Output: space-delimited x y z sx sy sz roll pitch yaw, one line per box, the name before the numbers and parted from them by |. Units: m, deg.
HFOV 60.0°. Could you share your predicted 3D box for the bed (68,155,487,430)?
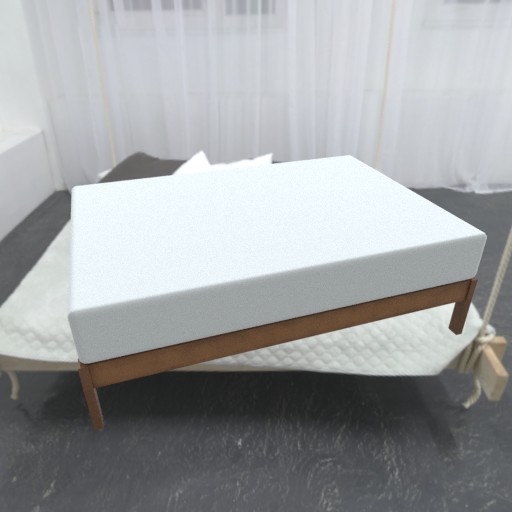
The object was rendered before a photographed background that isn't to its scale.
bed | 0.000 0.000 2.561 1.927 0.616 1.348 -10 32 -16
